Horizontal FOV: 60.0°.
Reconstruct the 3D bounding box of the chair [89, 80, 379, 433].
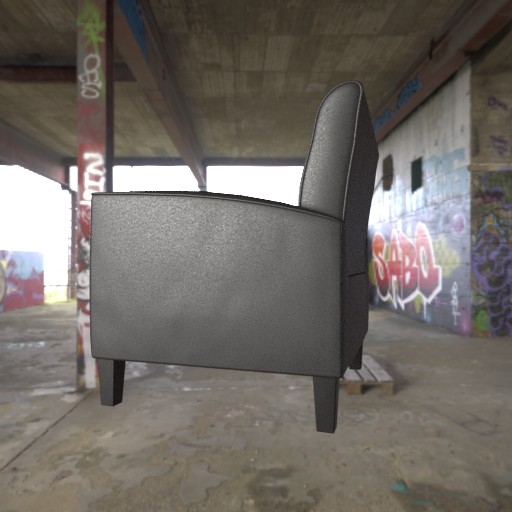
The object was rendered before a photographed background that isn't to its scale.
[{"bbox_3d":[0.000,0.000,1.592,0.819,0.916,0.820,0,-1,19],"label":"chair"}]
